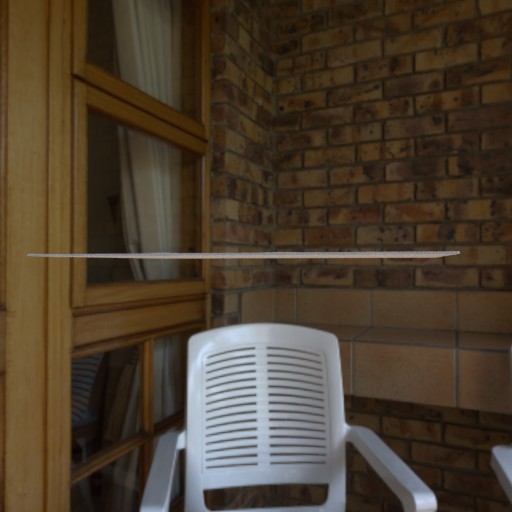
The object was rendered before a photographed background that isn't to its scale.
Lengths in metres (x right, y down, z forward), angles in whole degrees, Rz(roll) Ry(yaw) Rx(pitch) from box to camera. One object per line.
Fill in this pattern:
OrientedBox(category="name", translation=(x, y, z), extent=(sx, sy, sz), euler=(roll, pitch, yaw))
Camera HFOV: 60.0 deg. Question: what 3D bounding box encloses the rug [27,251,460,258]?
OrientedBox(category="rug", translation=(0.000, 0.000, 2.335), extent=(1.835, 0.012, 1.231), euler=(0, -1, 18))
